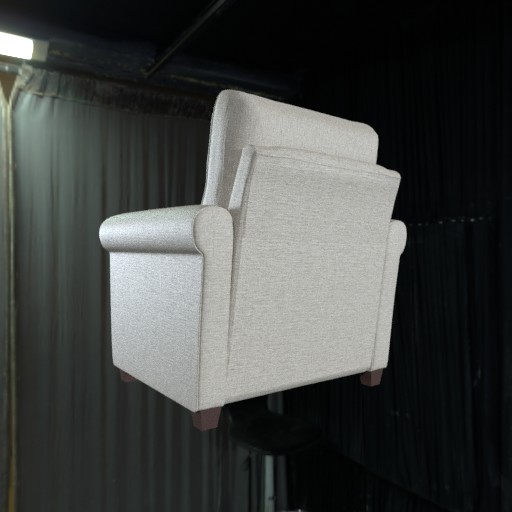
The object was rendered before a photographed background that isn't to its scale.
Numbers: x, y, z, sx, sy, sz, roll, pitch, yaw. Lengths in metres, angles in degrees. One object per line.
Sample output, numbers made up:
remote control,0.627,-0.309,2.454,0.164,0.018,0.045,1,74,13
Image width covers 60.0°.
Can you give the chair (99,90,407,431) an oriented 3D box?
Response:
chair,0.000,0.000,2.320,1.275,1.349,1.180,0,0,-36
